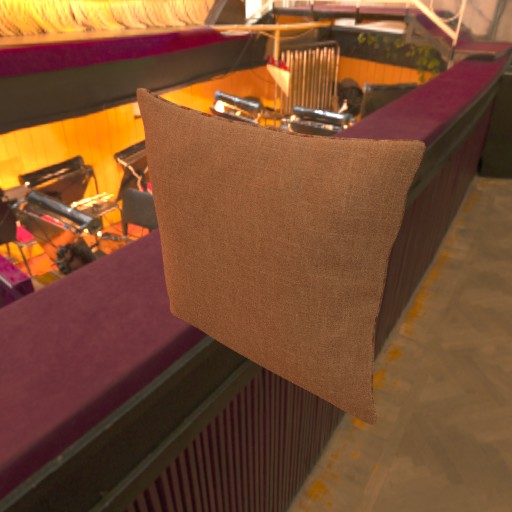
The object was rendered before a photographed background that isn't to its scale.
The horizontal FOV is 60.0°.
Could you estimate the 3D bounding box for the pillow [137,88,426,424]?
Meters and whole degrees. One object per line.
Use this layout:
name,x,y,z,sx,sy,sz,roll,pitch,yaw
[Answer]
pillow,0.000,0.000,0.781,0.523,0.506,0.166,22,38,32
